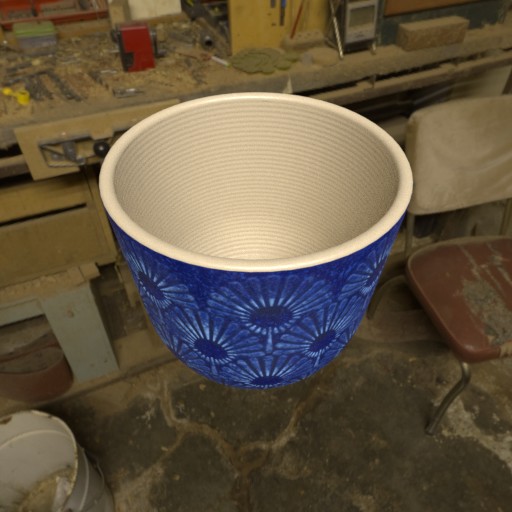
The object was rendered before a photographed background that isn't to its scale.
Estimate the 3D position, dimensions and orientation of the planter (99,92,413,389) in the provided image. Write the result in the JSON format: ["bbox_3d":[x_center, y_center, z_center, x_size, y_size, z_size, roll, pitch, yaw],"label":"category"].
[{"bbox_3d":[0.000,0.000,0.299,0.170,0.153,0.170,0,45,0],"label":"planter"}]
